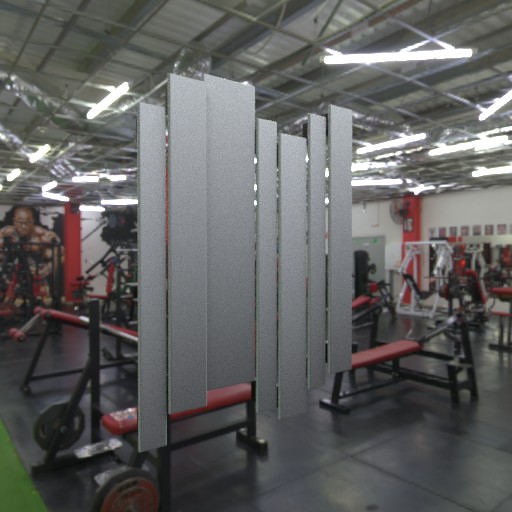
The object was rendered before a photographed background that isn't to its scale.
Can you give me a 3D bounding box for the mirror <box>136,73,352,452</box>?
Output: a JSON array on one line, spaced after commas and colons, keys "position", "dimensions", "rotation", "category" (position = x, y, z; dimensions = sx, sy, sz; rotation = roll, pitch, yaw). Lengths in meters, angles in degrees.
[{"position": [0.000, 0.000, 0.805], "dimensions": [0.445, 0.611, 0.058], "rotation": [0, 1, -35], "category": "mirror"}]
